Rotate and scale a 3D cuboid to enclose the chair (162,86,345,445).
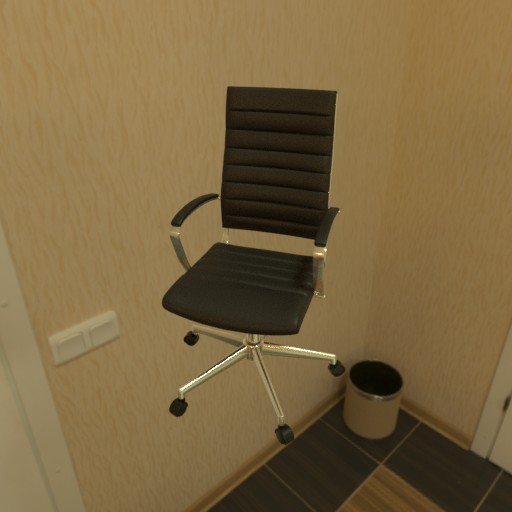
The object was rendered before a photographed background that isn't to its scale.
[{"bbox_3d":[0.000,0.000,1.716,0.766,1.149,0.739,9,29,16],"label":"chair"}]
